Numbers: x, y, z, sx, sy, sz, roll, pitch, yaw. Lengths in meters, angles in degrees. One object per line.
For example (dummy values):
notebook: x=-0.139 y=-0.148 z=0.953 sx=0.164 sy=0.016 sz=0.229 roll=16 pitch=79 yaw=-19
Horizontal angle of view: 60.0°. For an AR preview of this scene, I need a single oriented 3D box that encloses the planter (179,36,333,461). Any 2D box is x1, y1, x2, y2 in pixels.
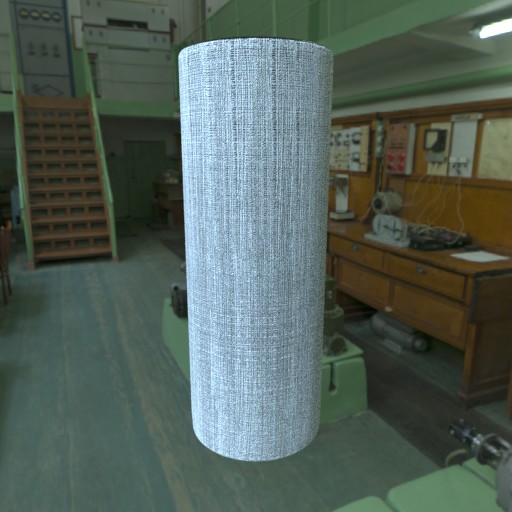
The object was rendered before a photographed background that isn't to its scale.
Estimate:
planter: x=0.000 y=0.000 z=0.320 sx=0.100 sy=0.270 sz=0.100 roll=-6 pitch=15 yaw=-25
